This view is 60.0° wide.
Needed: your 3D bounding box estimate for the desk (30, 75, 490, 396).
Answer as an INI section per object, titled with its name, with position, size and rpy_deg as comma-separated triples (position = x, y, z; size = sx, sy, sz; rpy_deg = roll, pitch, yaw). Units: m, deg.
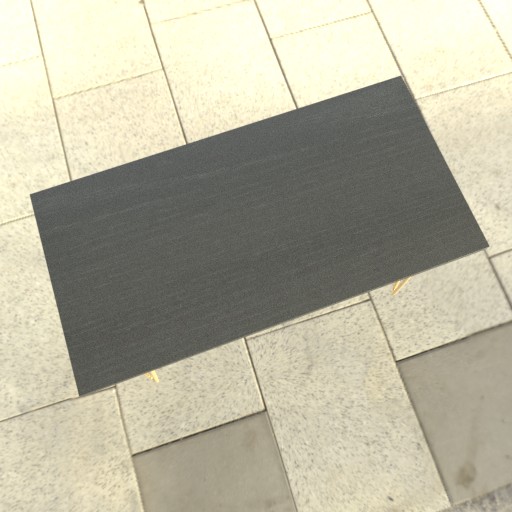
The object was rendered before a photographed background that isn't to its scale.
[desk]
position = 0.000, 0.000, 1.379
size = 0.991, 0.660, 0.499
rpy_deg = -19, 76, -5
